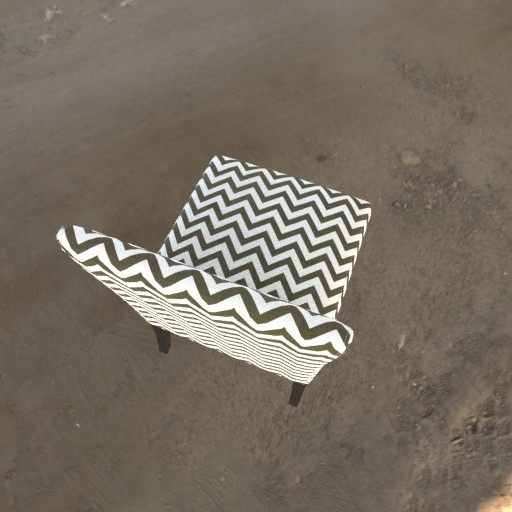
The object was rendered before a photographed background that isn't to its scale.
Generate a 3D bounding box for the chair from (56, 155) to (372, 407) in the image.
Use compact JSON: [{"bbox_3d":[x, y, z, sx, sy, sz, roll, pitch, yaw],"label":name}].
[{"bbox_3d":[0.000,0.000,1.296,0.589,0.838,0.648,19,64,10],"label":"chair"}]
